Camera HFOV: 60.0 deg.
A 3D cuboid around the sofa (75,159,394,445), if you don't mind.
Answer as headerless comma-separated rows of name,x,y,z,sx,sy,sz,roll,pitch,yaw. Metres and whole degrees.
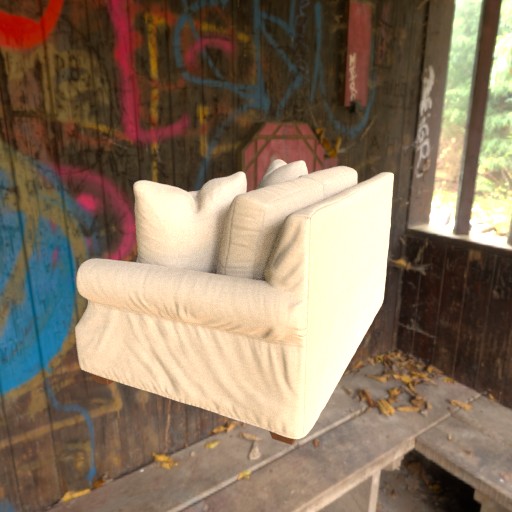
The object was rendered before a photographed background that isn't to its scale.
sofa,0.000,0.000,2.209,1.070,0.905,1.550,8,18,25
